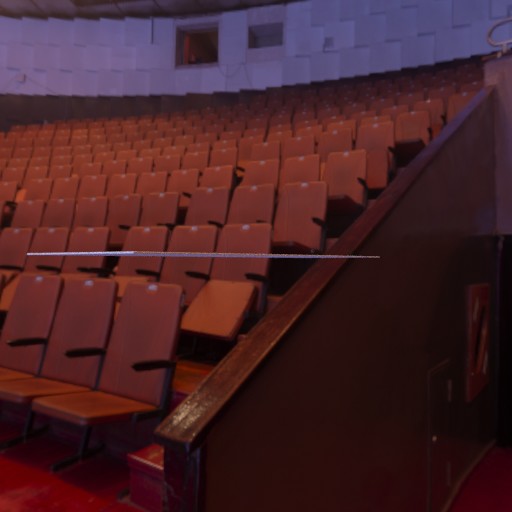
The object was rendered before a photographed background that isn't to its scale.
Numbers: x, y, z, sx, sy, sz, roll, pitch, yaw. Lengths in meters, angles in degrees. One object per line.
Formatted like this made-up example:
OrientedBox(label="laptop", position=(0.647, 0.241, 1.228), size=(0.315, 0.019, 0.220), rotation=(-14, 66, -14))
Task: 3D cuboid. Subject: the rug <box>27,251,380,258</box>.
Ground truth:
OrientedBox(label="rug", position=(0.000, 0.000, 2.697), size=(0.686, 0.006, 2.437), rotation=(0, -1, 35))
